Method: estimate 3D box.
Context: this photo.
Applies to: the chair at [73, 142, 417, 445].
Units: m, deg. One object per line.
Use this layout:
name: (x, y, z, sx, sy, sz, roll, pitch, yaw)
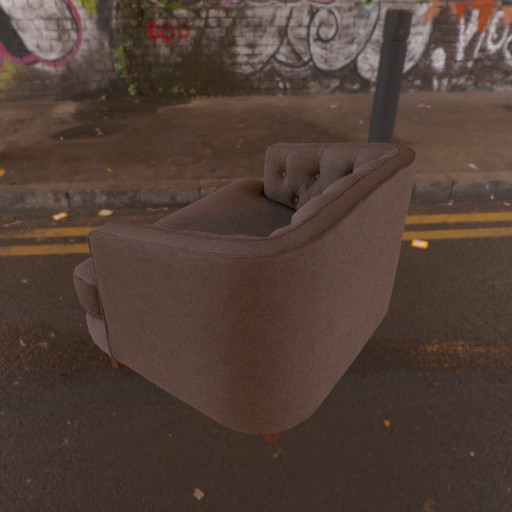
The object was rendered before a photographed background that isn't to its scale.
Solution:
chair: (0.000, 0.000, 1.762, 0.941, 0.852, 1.104, 21, 38, 30)
